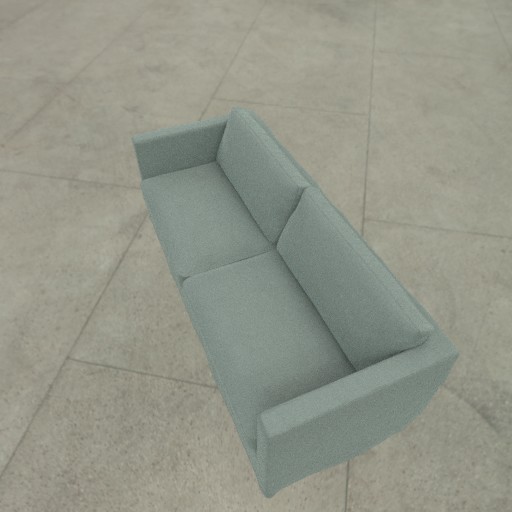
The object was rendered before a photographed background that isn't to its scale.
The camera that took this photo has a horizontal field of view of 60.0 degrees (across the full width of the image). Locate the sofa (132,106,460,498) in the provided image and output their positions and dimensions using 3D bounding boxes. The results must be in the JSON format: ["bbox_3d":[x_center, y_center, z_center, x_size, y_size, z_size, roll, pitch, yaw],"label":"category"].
[{"bbox_3d":[0.000,0.000,2.698,0.962,0.853,2.312,-18,50,-16],"label":"sofa"}]
